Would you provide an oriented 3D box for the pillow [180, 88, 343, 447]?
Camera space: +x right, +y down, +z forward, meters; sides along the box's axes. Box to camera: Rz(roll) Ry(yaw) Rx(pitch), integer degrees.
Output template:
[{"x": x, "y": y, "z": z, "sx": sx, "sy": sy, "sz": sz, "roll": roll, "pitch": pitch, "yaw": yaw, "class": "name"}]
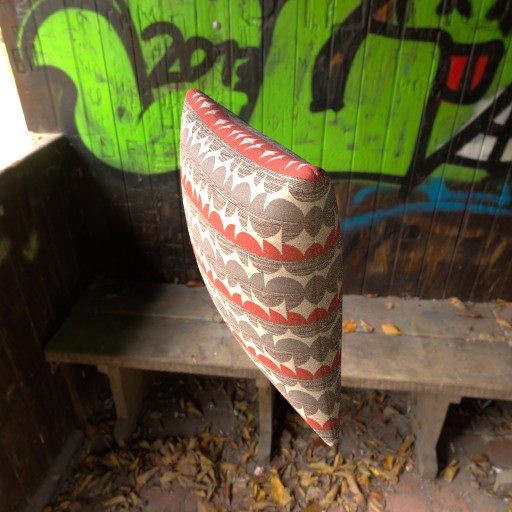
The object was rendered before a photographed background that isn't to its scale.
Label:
[{"x": 0.000, "y": 0.000, "z": 0.658, "sx": 0.180, "sy": 0.410, "sz": 0.420, "roll": -12, "pitch": 33, "yaw": -19, "class": "pillow"}]
